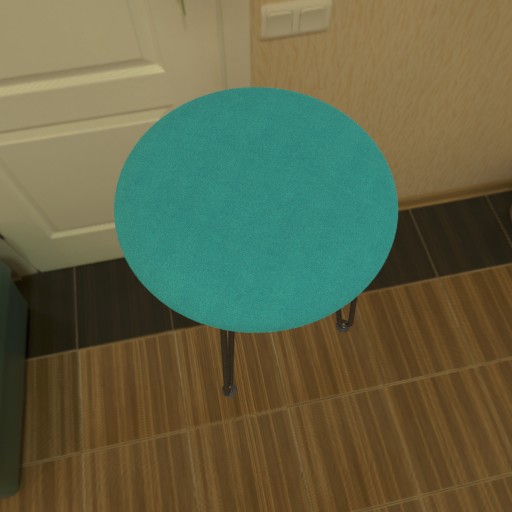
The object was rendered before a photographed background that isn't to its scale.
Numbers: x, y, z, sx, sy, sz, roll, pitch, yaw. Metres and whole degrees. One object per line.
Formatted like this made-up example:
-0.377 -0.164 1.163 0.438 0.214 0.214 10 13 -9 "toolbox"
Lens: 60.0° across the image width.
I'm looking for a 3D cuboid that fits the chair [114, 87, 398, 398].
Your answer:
0.000 0.000 0.707 0.350 0.430 0.350 -38 70 -17 "chair"
